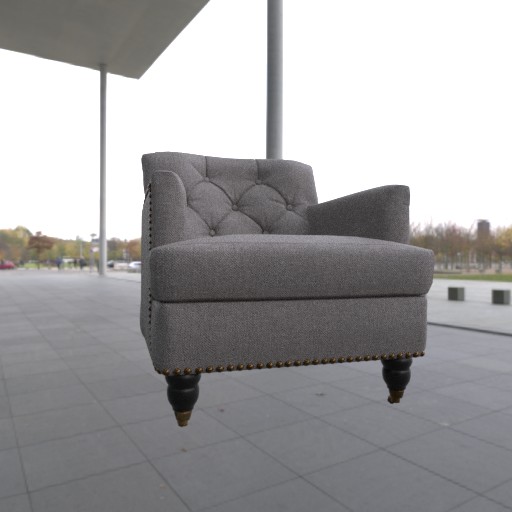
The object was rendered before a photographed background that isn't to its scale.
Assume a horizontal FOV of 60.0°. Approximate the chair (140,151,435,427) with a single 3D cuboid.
[{"bbox_3d":[0.000,0.000,1.468,0.737,0.823,0.902,0,-1,-17],"label":"chair"}]
